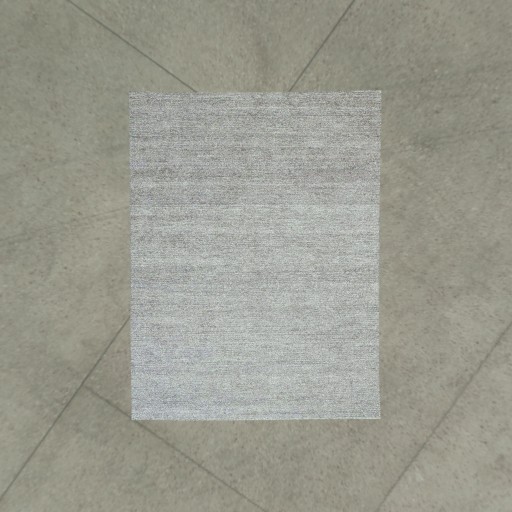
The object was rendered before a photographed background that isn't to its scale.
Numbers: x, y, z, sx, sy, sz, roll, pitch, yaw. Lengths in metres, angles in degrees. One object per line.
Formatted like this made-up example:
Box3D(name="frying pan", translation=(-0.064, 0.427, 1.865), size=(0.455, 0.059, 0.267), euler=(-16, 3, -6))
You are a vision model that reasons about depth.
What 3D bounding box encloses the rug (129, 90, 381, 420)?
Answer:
Box3D(name="rug", translation=(0.000, 0.000, 4.286), size=(2.434, 0.045, 3.202), euler=(0, 91, -1))
